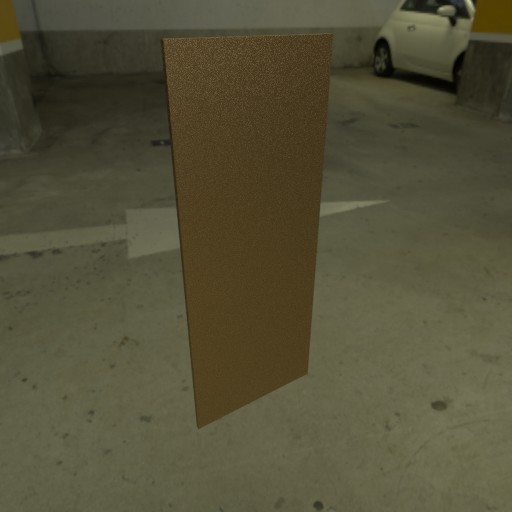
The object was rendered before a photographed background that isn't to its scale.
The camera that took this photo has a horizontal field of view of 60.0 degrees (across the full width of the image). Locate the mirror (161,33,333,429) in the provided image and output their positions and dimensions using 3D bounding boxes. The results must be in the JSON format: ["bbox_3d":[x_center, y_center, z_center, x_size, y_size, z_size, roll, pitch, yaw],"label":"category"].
[{"bbox_3d":[0.000,0.000,2.283,0.812,2.031,0.025,-18,33,-29],"label":"mirror"}]
